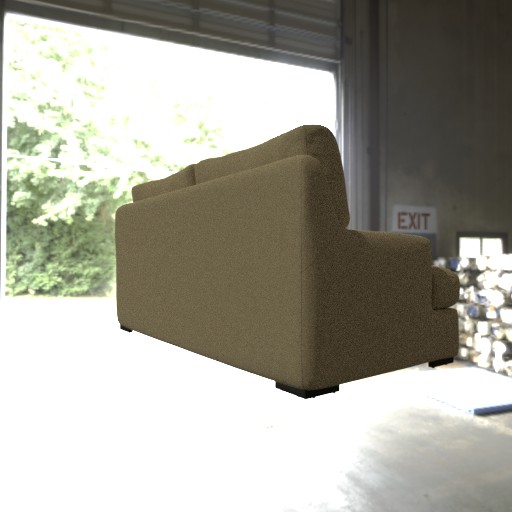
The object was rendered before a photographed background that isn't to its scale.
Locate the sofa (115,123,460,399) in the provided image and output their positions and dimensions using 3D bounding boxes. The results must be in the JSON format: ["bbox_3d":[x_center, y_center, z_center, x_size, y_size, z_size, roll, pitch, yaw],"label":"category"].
[{"bbox_3d":[0.000,0.000,2.454,0.962,0.967,1.885,0,0,-36],"label":"sofa"}]
